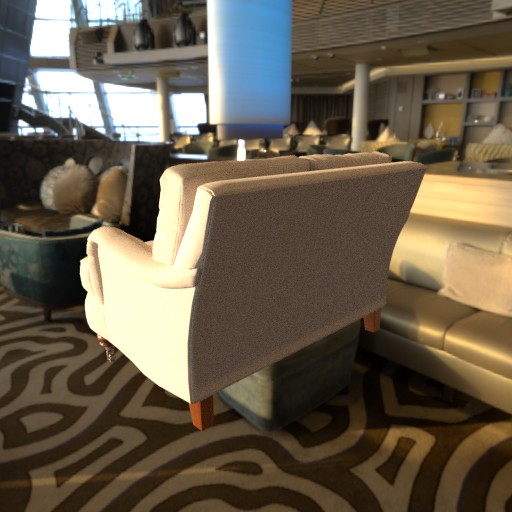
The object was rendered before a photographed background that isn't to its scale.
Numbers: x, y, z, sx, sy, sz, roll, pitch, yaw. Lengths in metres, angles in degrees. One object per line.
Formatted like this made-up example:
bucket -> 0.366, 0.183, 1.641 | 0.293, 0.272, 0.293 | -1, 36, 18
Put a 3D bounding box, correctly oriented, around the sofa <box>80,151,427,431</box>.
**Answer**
sofa -> 0.000, 0.000, 2.311 | 1.508, 1.048, 1.087 | -15, 22, -42
